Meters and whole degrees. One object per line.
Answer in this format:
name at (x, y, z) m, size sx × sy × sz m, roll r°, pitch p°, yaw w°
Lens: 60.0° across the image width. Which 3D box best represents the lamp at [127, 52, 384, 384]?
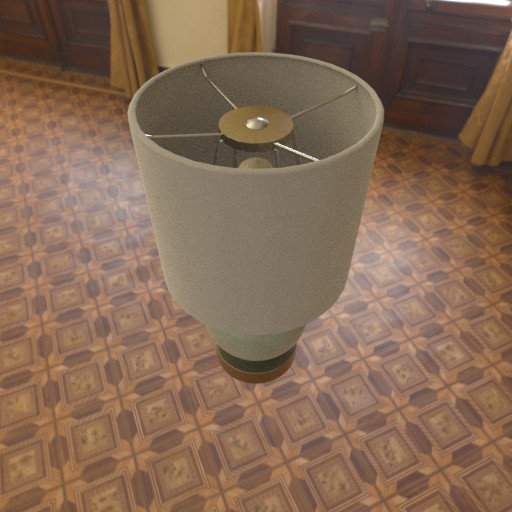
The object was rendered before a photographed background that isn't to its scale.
lamp at (0.000, 0.000, 0.478) m, size 0.201 × 0.353 × 0.201 m, roll 25°, pitch 50°, yaw 23°
